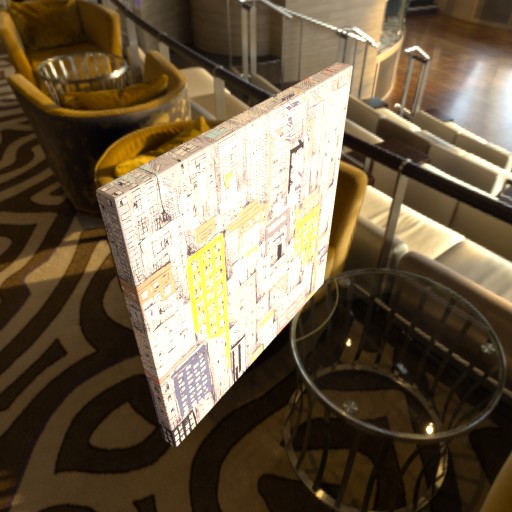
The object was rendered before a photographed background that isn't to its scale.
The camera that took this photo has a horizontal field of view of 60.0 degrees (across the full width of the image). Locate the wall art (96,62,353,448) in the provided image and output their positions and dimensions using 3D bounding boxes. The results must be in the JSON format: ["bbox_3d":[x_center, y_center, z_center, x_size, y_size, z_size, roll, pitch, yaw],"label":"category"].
[{"bbox_3d":[0.000,0.000,0.907,0.038,0.608,0.607,26,47,27],"label":"wall art"}]
